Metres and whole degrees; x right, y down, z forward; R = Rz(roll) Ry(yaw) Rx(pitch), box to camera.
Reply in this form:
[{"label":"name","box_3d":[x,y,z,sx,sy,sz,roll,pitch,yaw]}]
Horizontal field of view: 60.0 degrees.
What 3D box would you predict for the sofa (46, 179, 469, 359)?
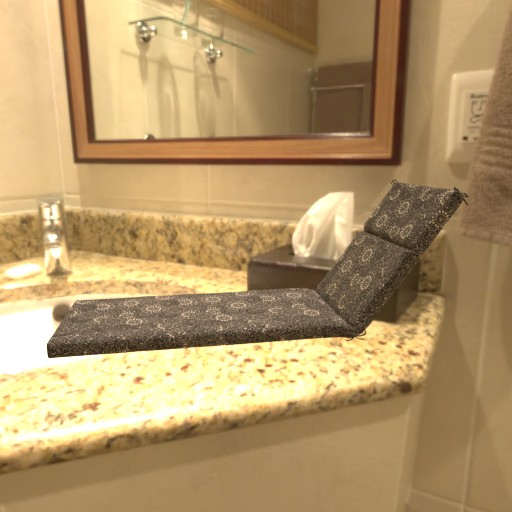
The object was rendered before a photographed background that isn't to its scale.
[{"label":"sofa","box_3d":[0.000,0.000,1.948,1.663,0.622,0.582,-2,13,-10]}]
